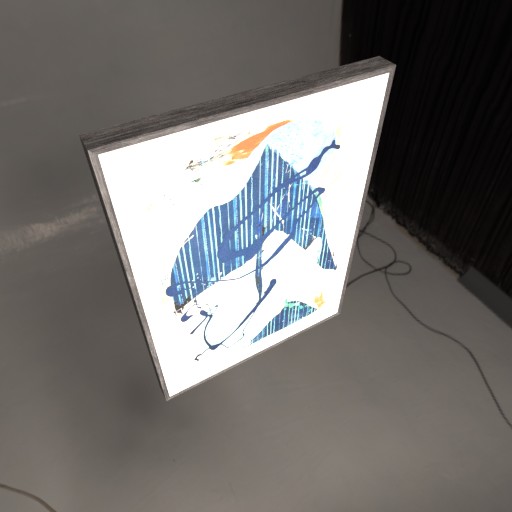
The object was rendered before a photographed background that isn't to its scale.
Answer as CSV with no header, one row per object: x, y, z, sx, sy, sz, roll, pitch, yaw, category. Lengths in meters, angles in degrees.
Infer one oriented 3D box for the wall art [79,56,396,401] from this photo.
0.000,0.000,1.343,0.762,1.016,0.063,-23,50,-20,wall art
